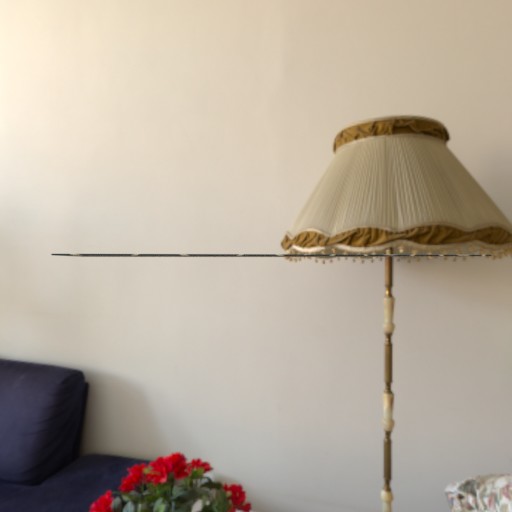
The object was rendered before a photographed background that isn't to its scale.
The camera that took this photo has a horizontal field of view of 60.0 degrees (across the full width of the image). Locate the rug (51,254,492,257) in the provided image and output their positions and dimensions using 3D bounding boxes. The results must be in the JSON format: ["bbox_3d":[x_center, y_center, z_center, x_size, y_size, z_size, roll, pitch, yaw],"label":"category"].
[{"bbox_3d":[0.000,0.000,4.345,3.353,0.010,2.438,0,0,-17],"label":"rug"}]
